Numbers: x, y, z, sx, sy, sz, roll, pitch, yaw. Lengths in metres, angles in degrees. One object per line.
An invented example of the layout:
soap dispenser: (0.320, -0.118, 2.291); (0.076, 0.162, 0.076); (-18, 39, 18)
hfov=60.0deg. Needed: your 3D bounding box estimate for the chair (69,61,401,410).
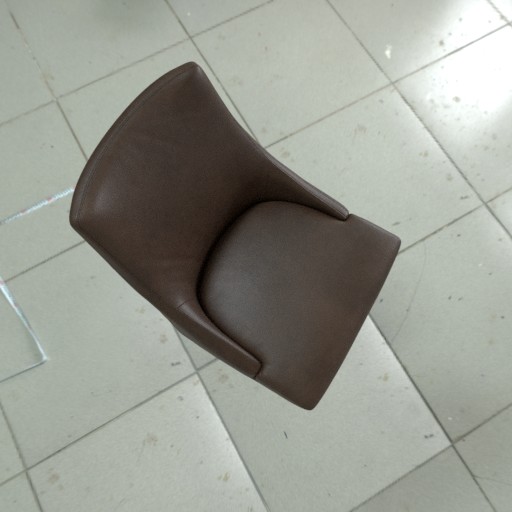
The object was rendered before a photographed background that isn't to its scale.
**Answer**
chair: (0.000, 0.000, 1.492); (0.861, 0.909, 0.701); (30, 76, 8)
